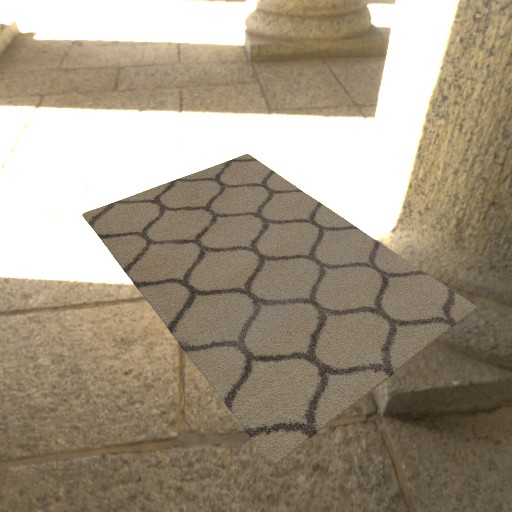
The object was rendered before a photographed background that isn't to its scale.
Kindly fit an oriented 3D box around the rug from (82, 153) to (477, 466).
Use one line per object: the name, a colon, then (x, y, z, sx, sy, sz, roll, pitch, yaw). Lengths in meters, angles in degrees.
rug: (0.000, 0.000, 3.460, 1.801, 0.026, 2.701, -26, 48, -27)
